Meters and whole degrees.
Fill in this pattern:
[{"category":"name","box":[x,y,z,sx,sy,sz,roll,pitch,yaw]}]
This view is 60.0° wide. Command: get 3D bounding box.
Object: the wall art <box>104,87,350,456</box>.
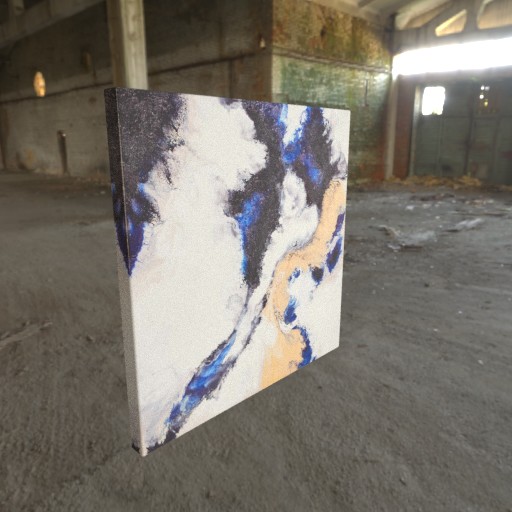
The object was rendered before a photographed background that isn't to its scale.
[{"category":"wall art","box":[0.000,0.000,0.924,0.039,0.609,0.609,13,19,42]}]
